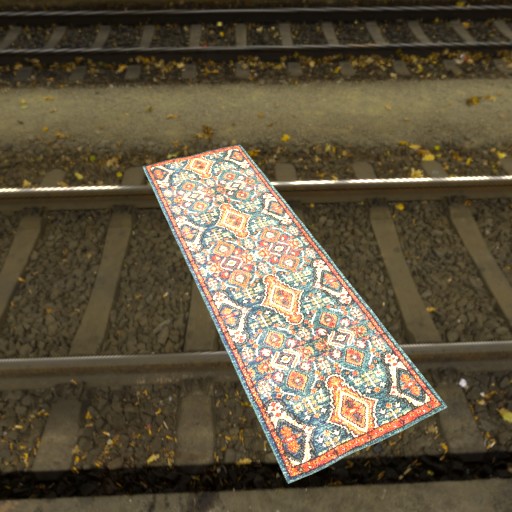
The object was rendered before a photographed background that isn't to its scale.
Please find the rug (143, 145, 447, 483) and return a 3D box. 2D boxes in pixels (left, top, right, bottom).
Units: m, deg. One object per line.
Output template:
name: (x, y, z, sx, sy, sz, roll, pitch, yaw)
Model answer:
rug: (0.000, 0.000, 2.659, 0.801, 0.010, 2.459, -17, 47, -17)
